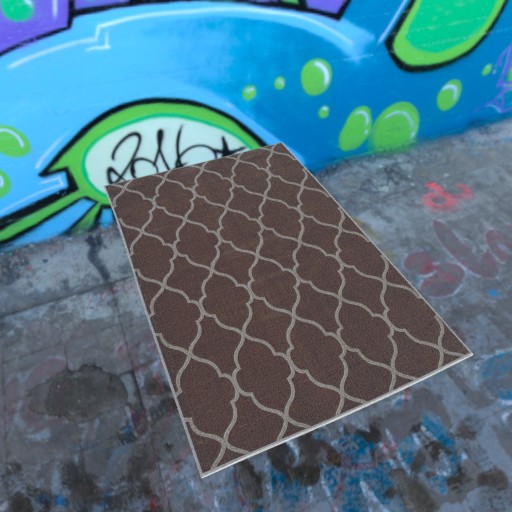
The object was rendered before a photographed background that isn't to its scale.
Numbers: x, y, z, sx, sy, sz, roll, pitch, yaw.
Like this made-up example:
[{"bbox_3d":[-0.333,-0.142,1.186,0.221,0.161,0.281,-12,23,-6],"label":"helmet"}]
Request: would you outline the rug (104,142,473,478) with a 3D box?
[{"bbox_3d":[0.000,0.000,2.860,1.528,0.014,2.294,-18,49,-16],"label":"rug"}]
